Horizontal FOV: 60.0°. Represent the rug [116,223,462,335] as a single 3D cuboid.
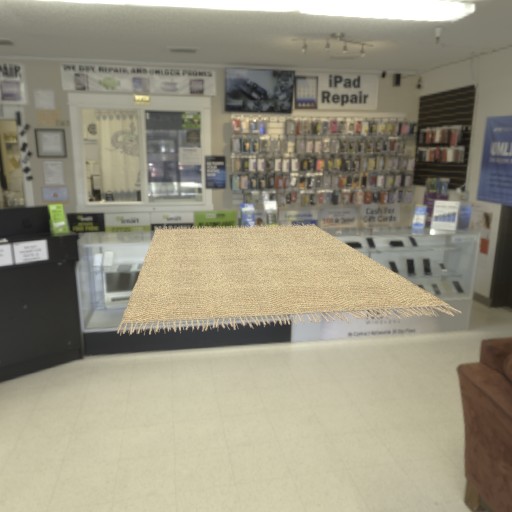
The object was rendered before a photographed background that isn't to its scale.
[{"bbox_3d":[0.000,0.000,3.105,1.528,0.034,2.523,-2,14,-8],"label":"rug"}]
